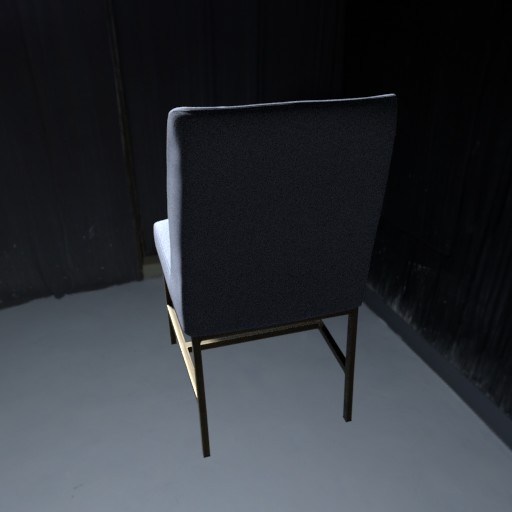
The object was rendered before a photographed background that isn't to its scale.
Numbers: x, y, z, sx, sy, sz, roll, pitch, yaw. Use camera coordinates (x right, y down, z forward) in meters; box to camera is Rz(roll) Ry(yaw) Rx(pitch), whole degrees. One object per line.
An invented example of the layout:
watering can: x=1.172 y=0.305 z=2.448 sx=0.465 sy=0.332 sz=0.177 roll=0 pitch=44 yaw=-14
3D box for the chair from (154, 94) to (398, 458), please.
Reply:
chair: x=0.000 y=0.000 z=1.213 sx=0.508 sy=0.889 sz=0.587 roll=-8 pitch=29 yaw=-15
